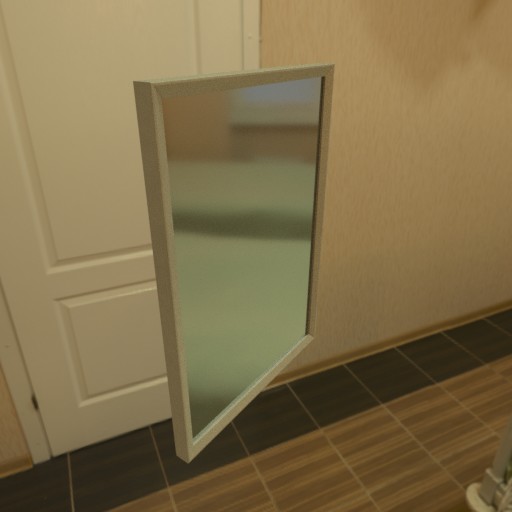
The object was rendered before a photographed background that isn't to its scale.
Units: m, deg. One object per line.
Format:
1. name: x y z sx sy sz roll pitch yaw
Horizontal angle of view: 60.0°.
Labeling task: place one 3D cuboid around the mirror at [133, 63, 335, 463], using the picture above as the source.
1. mirror: 0.000 0.000 0.916 0.039 0.710 0.507 18 32 32
